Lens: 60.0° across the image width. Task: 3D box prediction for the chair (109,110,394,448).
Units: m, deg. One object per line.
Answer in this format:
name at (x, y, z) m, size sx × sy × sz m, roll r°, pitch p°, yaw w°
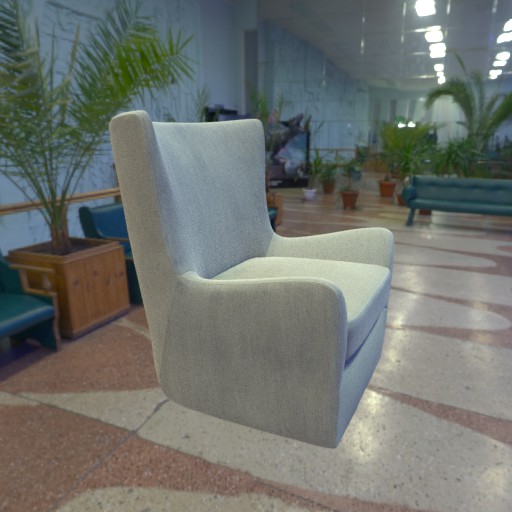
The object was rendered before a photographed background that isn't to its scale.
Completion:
chair at (0.000, 0.000, 1.640) m, size 0.904 × 1.000 × 0.779 m, roll 8°, pitch 17°, yaw 26°
